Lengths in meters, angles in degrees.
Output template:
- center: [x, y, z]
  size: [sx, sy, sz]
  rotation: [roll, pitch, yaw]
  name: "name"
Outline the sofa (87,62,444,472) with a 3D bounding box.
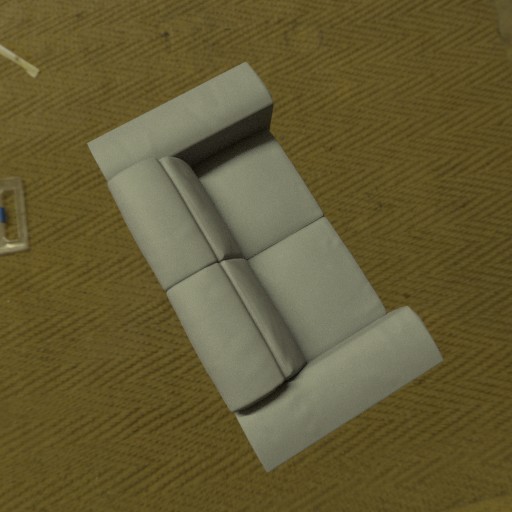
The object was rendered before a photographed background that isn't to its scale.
- center: [0.000, 0.000, 2.441]
  size: [1.003, 0.779, 1.895]
  rotation: [-30, 79, -6]
  name: "sofa"
